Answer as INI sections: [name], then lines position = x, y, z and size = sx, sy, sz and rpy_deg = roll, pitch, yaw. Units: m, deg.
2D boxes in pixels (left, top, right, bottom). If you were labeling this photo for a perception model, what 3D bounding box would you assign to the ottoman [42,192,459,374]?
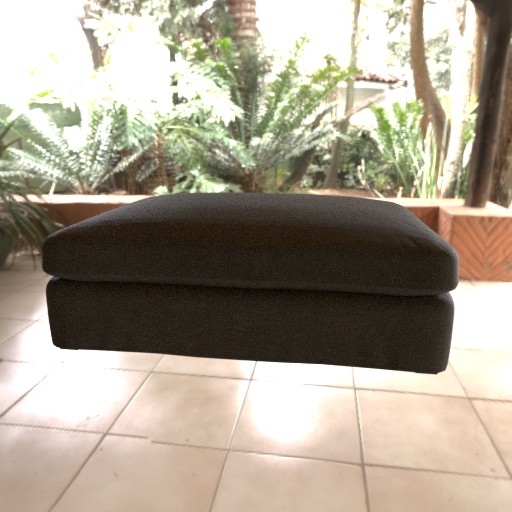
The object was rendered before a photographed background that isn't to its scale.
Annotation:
[ottoman]
position = 0.000, 0.000, 1.616
size = 1.199, 0.429, 0.840
rpy_deg = 2, 16, 7
